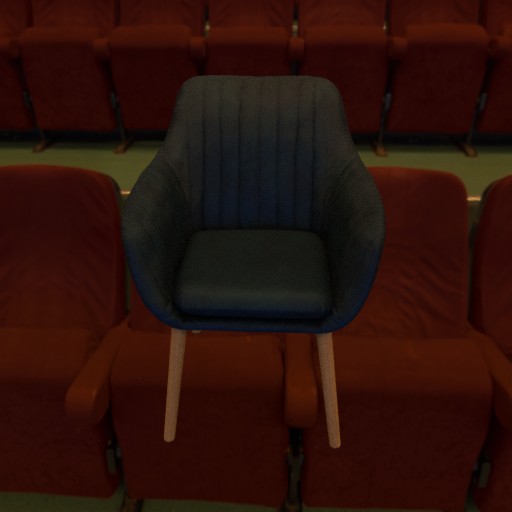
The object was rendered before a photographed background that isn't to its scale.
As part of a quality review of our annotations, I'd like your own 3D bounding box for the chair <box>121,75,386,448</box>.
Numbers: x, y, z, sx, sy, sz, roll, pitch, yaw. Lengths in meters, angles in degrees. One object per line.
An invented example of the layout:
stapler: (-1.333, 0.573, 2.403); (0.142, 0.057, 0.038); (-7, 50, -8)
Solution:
chair: (0.000, 0.000, 1.197); (0.578, 0.826, 0.573); (1, 32, 2)
